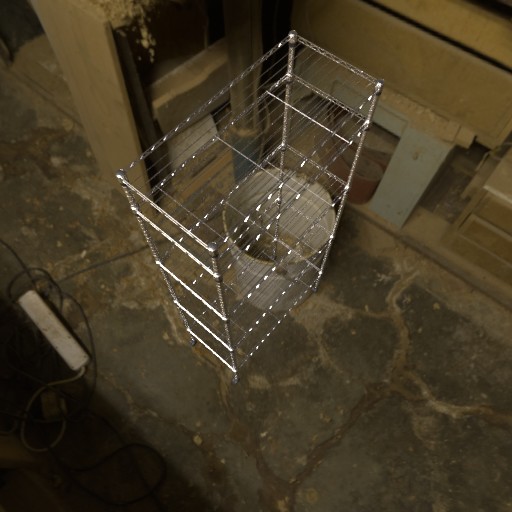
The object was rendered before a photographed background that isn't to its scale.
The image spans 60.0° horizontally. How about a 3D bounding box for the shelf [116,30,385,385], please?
[{"bbox_3d":[0.000,0.000,1.925,0.356,1.587,0.762,38,69,17],"label":"shelf"}]
